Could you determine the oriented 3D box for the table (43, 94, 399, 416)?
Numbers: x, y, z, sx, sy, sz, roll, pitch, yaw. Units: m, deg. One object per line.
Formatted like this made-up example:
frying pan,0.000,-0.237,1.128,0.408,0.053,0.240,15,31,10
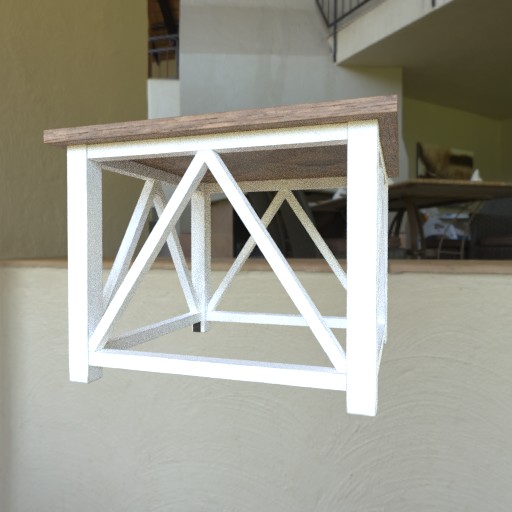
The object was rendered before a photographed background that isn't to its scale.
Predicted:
table,0.000,0.000,1.148,0.700,0.532,0.700,0,1,18
